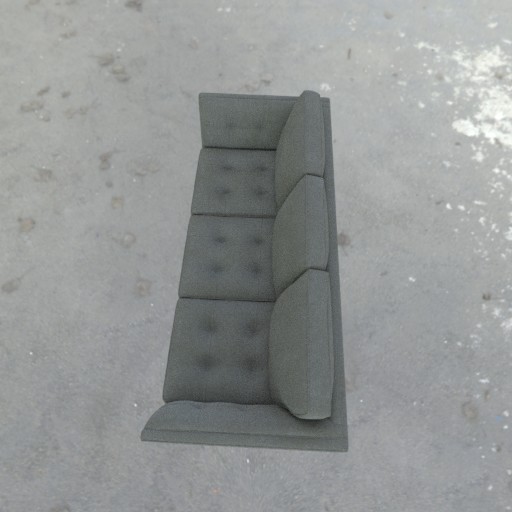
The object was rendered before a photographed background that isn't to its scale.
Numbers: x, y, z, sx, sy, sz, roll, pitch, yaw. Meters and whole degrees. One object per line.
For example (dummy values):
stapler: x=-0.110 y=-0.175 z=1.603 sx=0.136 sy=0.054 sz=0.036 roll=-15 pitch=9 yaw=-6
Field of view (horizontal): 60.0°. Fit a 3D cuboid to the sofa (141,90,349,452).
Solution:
sofa: x=0.000 y=0.000 z=2.892 sx=0.965 sy=0.940 sz=2.387 roll=2 pitch=59 yaw=1
